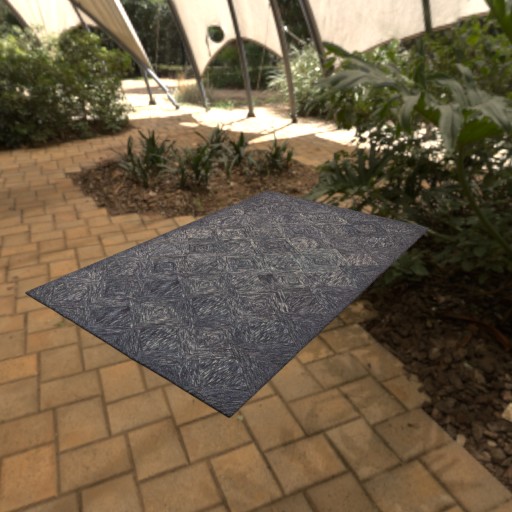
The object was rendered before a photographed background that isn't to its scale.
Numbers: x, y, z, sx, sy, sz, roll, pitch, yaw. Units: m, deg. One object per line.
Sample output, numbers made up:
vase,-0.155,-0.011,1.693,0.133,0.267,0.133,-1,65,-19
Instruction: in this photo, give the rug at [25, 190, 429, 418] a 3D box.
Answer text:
rug,0.000,0.000,2.196,1.139,0.010,1.754,19,32,33
